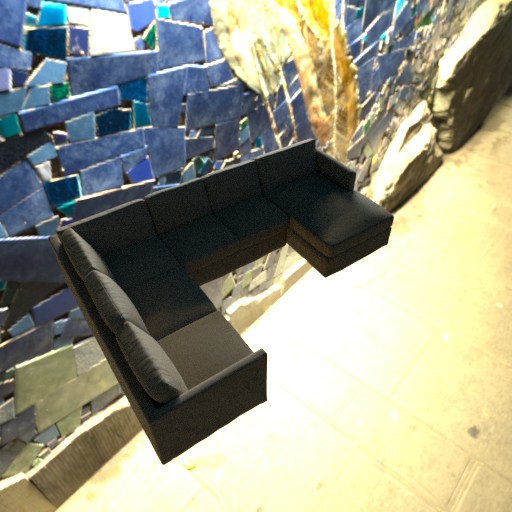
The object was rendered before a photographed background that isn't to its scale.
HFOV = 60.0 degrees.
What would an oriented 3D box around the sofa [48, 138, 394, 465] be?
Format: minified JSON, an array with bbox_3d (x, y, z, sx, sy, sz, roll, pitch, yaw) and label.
[{"bbox_3d":[0.000,0.000,4.634,3.460,0.882,2.427,-25,48,-25],"label":"sofa"}]
